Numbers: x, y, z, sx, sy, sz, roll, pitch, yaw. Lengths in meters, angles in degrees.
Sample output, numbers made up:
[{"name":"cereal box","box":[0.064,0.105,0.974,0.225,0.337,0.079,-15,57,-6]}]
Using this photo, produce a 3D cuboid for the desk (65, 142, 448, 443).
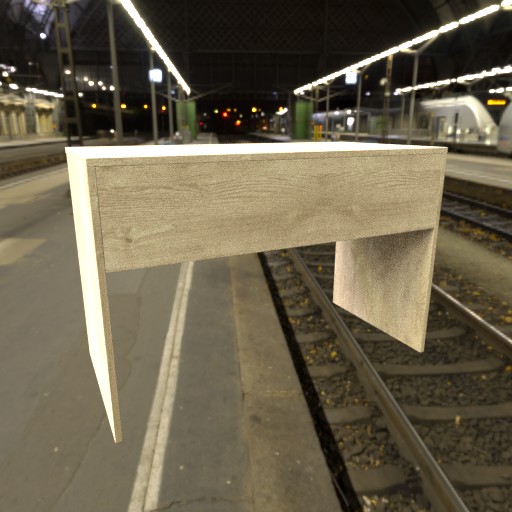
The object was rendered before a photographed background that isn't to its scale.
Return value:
[{"name":"desk","box":[0.000,0.000,1.532,1.100,0.730,0.560,-8,18,-25]}]
